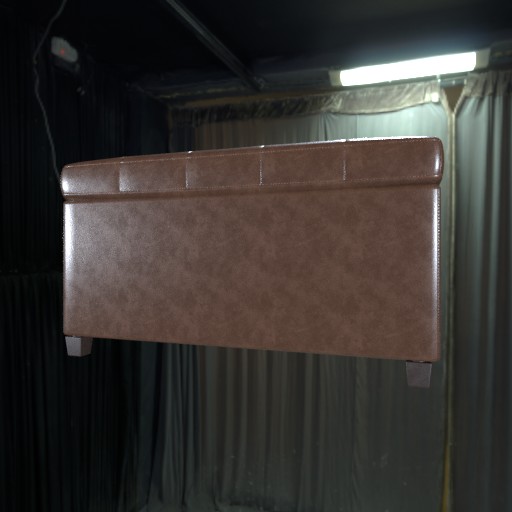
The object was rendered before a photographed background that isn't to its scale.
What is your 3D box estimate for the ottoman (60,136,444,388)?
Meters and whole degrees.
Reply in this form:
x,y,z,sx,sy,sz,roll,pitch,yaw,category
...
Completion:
x,y,z,sx,sy,sz,roll,pitch,yaw,category
0.000,0.000,1.108,0.838,0.470,0.432,0,1,18,ottoman
